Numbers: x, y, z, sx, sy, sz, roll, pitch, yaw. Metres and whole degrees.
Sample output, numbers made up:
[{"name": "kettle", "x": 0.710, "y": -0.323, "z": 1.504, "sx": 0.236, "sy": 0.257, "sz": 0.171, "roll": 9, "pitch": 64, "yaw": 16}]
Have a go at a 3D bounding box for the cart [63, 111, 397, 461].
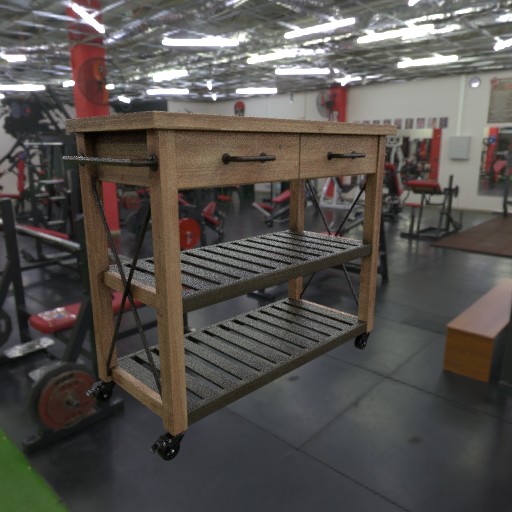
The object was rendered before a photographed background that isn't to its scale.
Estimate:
[{"name": "cart", "x": 0.000, "y": 0.000, "z": 0.961, "sx": 0.686, "sy": 0.554, "sz": 0.298, "roll": -14, "pitch": 19, "yaw": -43}]
